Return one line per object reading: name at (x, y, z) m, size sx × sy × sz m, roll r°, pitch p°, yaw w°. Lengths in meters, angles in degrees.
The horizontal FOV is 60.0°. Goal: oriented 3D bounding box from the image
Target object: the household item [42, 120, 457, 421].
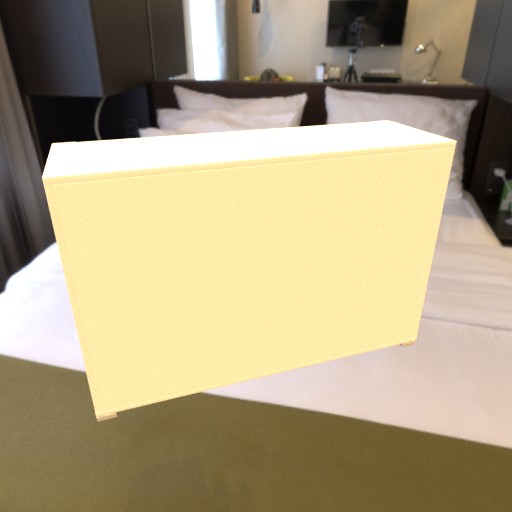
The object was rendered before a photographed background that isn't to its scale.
household item at (0.000, 0.000, 1.695) m, size 1.300 × 0.867 × 0.420 m, roll -9°, pitch 28°, yaw -17°
